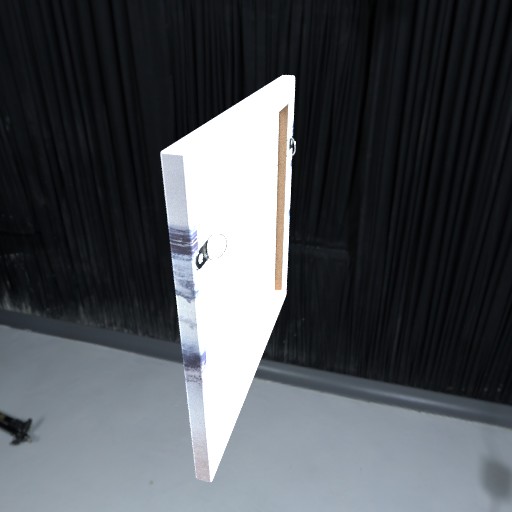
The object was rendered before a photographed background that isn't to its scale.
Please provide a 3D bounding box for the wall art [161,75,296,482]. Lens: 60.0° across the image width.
[{"bbox_3d":[0.000,0.000,1.113,0.065,0.747,0.755,8,31,14],"label":"wall art"}]
